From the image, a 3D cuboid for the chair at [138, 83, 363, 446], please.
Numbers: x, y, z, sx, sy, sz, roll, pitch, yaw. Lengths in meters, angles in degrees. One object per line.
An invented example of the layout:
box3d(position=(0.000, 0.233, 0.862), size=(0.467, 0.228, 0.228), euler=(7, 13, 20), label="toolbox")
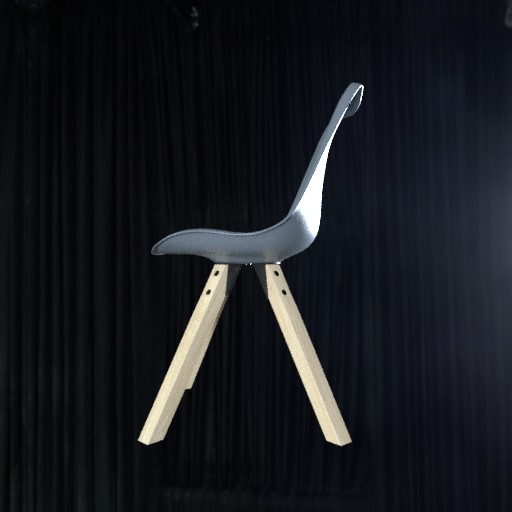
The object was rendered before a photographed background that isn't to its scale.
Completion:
box3d(position=(0.000, 0.000, 1.211), size=(0.550, 0.850, 0.485), euler=(0, 0, 1), label="chair")
